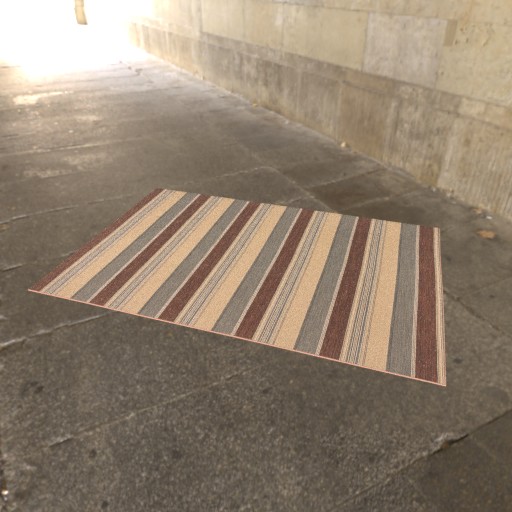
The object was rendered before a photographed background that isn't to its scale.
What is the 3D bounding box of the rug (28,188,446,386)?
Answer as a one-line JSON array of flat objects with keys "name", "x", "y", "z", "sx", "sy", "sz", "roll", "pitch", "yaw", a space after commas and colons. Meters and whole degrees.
[{"name": "rug", "x": 0.000, "y": 0.000, "z": 2.305, "sx": 1.829, "sy": 0.008, "sz": 1.219, "roll": 10, "pitch": 34, "yaw": 15}]
